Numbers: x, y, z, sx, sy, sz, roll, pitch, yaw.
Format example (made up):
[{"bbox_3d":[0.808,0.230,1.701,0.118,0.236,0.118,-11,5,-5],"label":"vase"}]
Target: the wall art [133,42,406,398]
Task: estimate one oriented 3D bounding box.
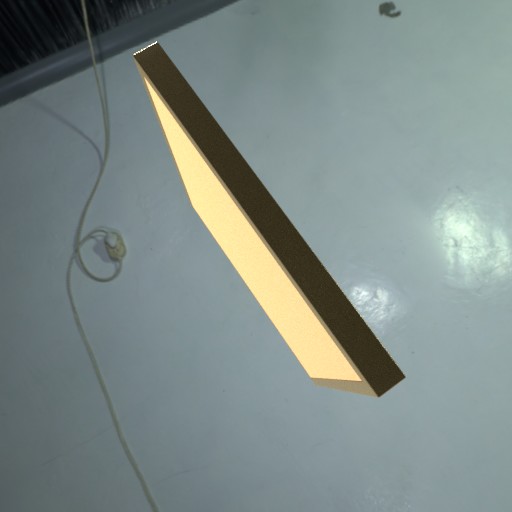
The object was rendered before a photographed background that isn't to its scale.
[{"bbox_3d":[0.000,0.000,0.458,0.023,0.305,0.305,-33,78,-8],"label":"wall art"}]
